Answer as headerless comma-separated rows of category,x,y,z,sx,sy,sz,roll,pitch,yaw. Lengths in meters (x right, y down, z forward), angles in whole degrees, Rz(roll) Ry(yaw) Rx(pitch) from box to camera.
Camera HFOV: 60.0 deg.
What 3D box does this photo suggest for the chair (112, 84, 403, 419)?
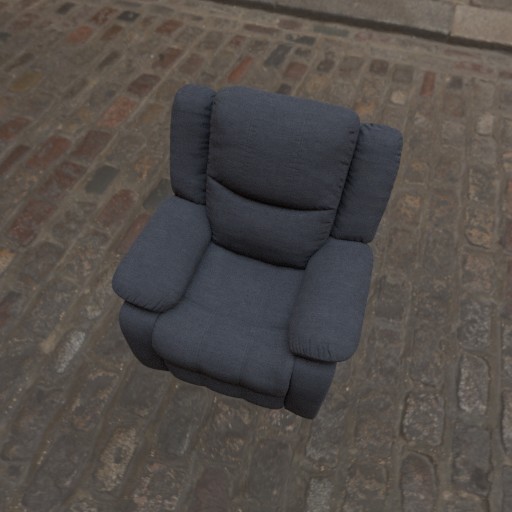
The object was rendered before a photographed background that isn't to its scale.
chair,0.000,0.000,1.771,0.899,1.008,0.944,15,60,9
